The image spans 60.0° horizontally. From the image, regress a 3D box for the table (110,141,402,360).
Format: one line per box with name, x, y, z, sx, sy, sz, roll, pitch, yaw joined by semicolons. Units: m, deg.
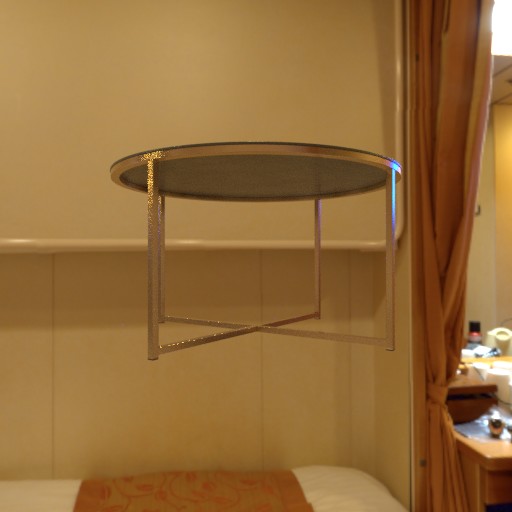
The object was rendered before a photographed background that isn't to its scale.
table;0.000;0.000;1.277;0.800;0.450;0.800;0;0;0
